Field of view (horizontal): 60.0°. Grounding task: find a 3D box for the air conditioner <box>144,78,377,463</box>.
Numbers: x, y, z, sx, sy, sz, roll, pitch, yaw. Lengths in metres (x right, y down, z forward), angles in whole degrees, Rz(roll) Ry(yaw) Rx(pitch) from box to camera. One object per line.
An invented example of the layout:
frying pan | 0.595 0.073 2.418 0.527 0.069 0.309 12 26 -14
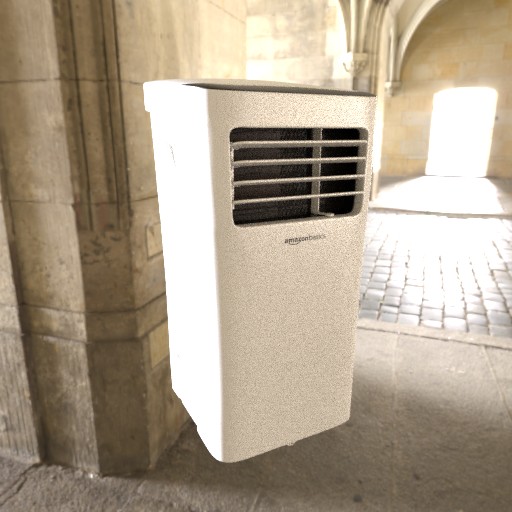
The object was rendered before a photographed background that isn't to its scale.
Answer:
air conditioner | 0.000 0.000 0.929 0.352 0.716 0.369 -8 17 -26
